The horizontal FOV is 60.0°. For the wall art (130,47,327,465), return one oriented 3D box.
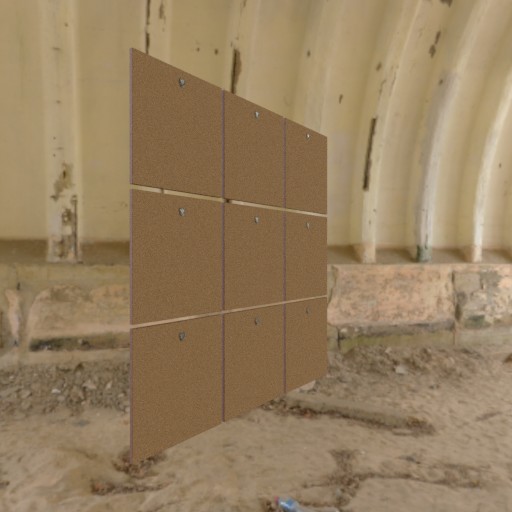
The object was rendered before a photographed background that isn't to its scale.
[{"bbox_3d":[0.000,0.000,1.785,0.019,1.218,1.221,0,0,36],"label":"wall art"}]
